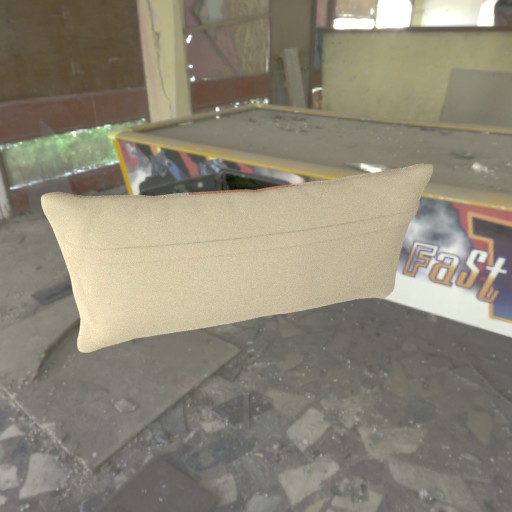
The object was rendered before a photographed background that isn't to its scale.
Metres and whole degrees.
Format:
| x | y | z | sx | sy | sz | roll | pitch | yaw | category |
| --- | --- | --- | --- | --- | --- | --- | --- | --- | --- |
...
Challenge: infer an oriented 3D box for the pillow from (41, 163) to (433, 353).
| x | y | z | sx | sy | sz | roll | pitch | yaw | category |
| --- | --- | --- | --- | --- | --- | --- | --- | --- | --- |
| 0.000 | 0.000 | 0.744 | 0.609 | 0.292 | 0.155 | -8 | 27 | -16 | pillow |
